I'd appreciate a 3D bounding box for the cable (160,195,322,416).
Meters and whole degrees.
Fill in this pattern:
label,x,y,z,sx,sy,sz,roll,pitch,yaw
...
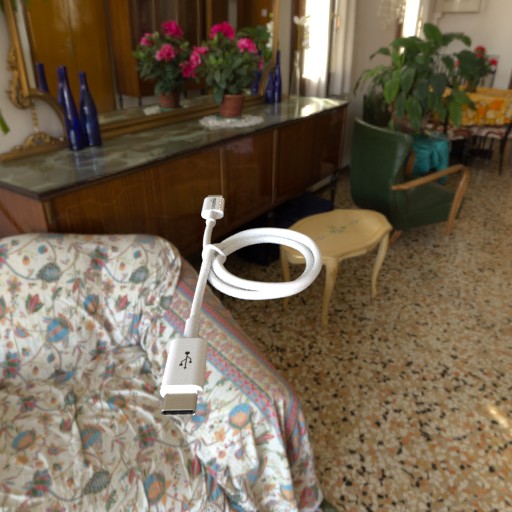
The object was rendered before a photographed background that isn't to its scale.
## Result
label,x,y,z,sx,sy,sz,roll,pitch,yaw
cable,0.000,0.000,0.230,0.070,0.014,0.203,-1,27,-2
